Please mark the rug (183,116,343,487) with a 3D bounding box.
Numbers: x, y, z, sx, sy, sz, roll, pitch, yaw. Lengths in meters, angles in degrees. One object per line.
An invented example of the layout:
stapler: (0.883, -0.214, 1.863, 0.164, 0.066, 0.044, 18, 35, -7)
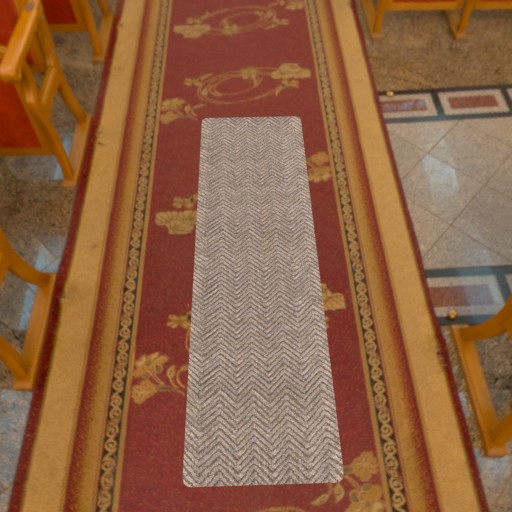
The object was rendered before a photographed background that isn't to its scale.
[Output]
rug: (0.000, 0.000, 2.483, 0.686, 0.008, 2.286, -1, 58, -1)
